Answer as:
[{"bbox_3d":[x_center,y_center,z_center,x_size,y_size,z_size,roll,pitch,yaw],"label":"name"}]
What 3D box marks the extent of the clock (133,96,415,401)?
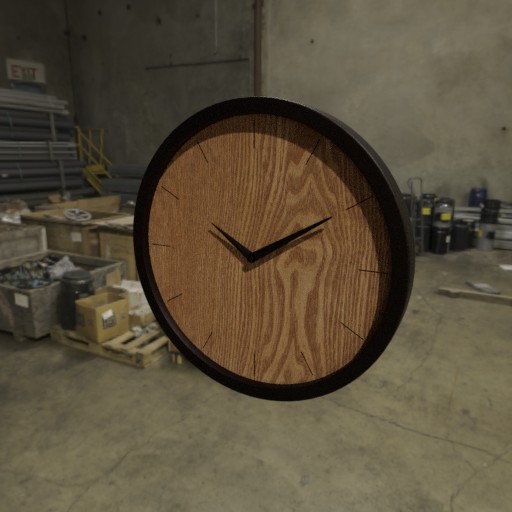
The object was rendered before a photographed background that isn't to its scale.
[{"bbox_3d":[0.000,0.000,0.464,0.314,0.314,0.029,7,15,27],"label":"clock"}]
